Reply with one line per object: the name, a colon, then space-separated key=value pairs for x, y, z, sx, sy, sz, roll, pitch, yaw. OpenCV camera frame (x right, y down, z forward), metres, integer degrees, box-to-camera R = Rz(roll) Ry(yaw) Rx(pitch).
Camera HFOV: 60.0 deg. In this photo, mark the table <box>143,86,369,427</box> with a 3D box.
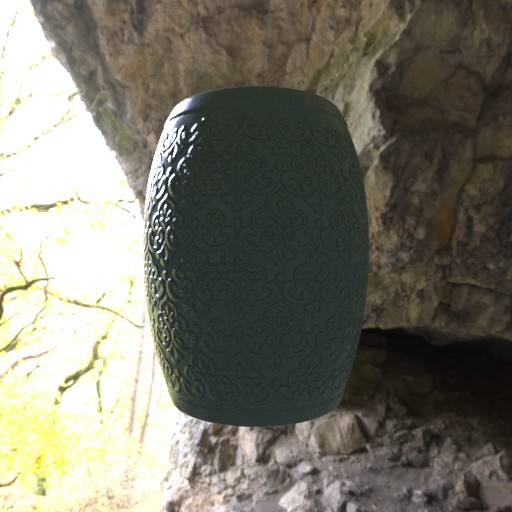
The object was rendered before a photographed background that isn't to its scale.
table: x=0.000 y=0.000 z=0.624 sx=0.309 sy=0.397 sz=0.309 roll=0 pitch=0 yaw=0
